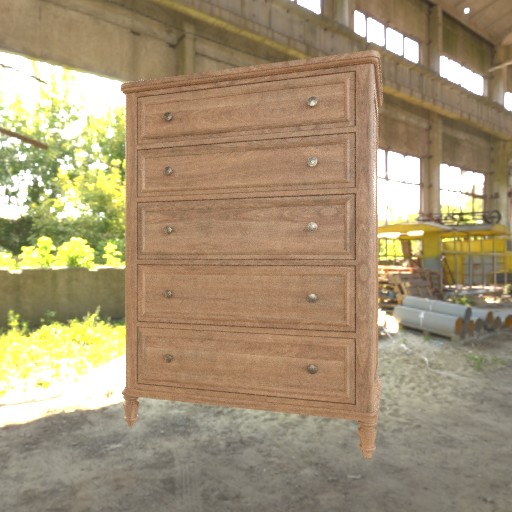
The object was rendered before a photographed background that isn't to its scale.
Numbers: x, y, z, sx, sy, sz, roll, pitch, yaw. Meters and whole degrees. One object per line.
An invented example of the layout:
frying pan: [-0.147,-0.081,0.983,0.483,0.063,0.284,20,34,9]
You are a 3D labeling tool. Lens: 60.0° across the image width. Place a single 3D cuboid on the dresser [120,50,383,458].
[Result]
dresser: [0.000,0.000,1.785,0.973,1.318,0.484,0,0,17]
